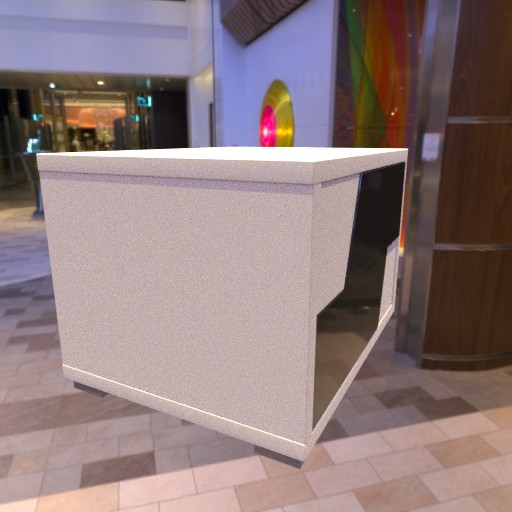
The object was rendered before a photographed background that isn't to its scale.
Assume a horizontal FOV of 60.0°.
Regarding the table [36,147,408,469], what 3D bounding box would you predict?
[{"bbox_3d":[0.000,0.000,0.775,0.399,0.357,0.517,8,17,27],"label":"table"}]
